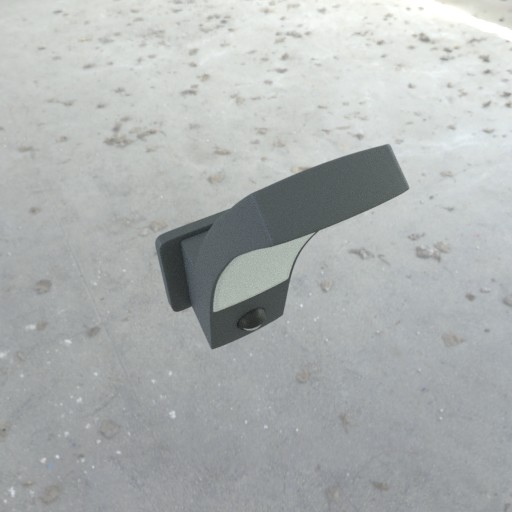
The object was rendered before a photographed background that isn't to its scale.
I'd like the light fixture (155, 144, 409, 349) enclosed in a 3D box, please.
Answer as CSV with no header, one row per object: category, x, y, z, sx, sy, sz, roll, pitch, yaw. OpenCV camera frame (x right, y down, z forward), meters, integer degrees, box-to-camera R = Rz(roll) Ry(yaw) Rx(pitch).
light fixture,0.000,0.000,0.334,0.108,0.243,0.174,-23,50,-20
